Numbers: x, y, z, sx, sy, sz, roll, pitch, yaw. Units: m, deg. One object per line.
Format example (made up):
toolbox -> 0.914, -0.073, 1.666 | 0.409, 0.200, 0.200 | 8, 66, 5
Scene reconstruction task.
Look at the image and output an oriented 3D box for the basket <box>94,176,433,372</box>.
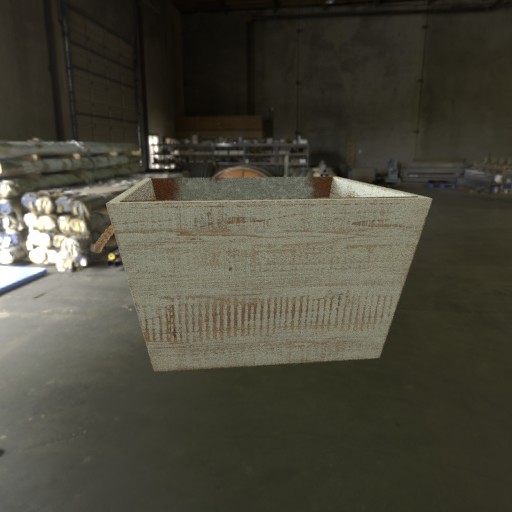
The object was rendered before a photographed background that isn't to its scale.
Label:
basket -> 0.000, 0.000, 0.781 | 0.545, 0.247, 0.413 | -2, 14, -7
